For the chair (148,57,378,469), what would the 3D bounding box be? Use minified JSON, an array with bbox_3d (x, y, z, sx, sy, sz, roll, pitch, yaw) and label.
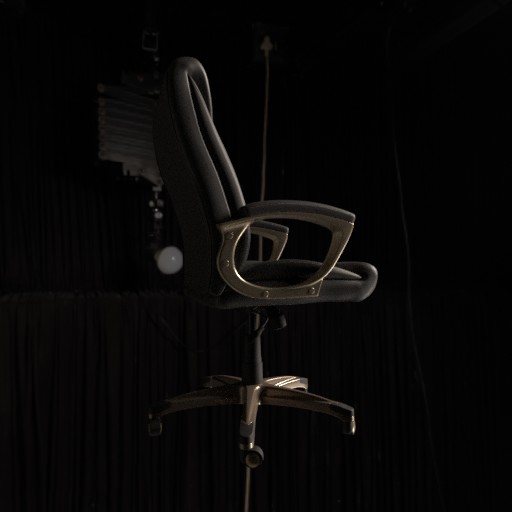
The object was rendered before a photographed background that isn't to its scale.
[{"bbox_3d":[0.000,0.000,1.589,0.748,1.188,0.694,0,-1,-18],"label":"chair"}]
